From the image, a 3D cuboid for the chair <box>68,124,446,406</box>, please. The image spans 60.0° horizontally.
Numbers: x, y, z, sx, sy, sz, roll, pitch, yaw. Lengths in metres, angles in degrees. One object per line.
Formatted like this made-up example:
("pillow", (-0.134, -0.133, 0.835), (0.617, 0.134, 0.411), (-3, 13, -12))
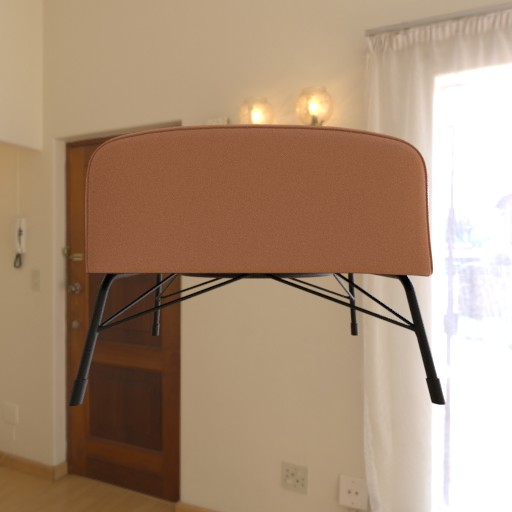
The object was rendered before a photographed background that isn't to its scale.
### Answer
("chair", (0.000, 0.000, 0.877), (0.530, 0.410, 0.530), (0, 1, 0))
